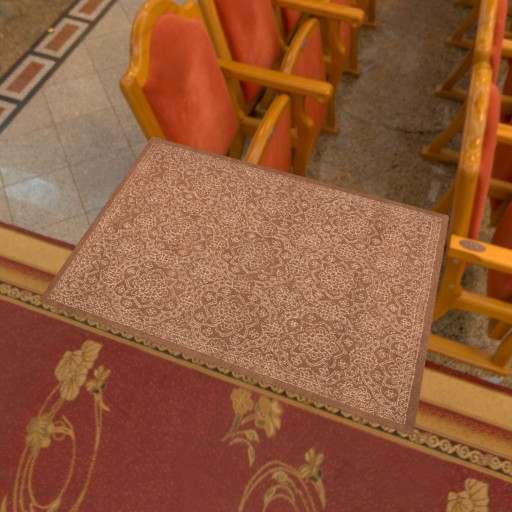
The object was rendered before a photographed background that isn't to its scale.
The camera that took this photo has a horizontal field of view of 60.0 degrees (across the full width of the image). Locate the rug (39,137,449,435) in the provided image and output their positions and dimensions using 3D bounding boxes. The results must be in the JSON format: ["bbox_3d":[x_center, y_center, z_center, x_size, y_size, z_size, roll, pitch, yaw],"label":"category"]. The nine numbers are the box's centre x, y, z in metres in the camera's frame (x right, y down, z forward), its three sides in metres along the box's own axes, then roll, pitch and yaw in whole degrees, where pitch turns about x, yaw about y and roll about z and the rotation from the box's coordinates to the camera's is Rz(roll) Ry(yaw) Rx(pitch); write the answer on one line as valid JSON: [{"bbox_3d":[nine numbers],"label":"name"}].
[{"bbox_3d":[0.000,0.000,2.889,2.286,0.011,1.524,17,59,10],"label":"rug"}]
